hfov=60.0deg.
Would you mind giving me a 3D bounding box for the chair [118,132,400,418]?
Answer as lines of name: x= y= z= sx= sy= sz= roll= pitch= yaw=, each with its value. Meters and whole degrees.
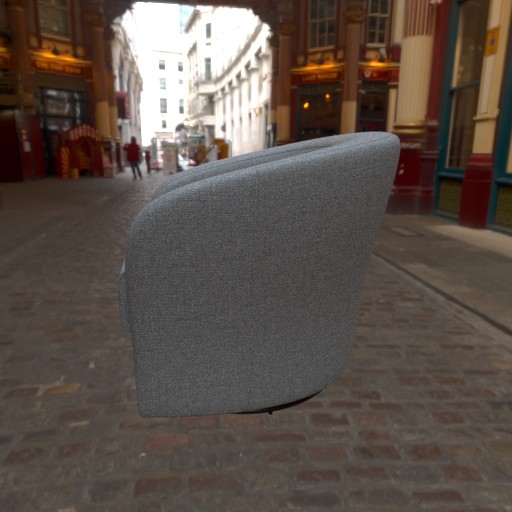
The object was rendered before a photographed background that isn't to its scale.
chair: x=0.000 y=0.000 z=1.427 sx=0.815 sy=0.771 sz=0.791 roll=-2 pitch=14 yaw=-8
